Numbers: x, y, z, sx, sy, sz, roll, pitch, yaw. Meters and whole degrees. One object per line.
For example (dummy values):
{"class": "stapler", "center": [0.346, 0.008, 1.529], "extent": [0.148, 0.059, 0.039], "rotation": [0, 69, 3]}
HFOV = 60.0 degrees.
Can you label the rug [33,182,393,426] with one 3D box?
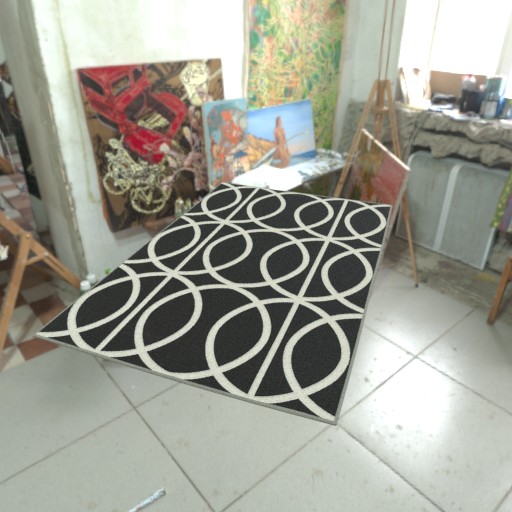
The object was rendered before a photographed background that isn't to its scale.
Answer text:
{"class": "rug", "center": [0.000, 0.000, 2.881], "extent": [1.526, 0.014, 2.290], "rotation": [11, 32, 17]}
